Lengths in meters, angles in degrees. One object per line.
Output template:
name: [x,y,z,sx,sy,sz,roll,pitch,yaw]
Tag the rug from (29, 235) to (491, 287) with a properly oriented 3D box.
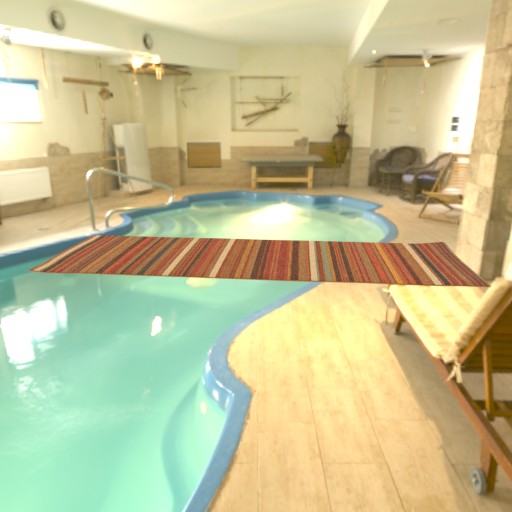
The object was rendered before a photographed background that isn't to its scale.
rug: [0.000,0.000,2.696,2.444,0.030,0.799,2,17,6]
